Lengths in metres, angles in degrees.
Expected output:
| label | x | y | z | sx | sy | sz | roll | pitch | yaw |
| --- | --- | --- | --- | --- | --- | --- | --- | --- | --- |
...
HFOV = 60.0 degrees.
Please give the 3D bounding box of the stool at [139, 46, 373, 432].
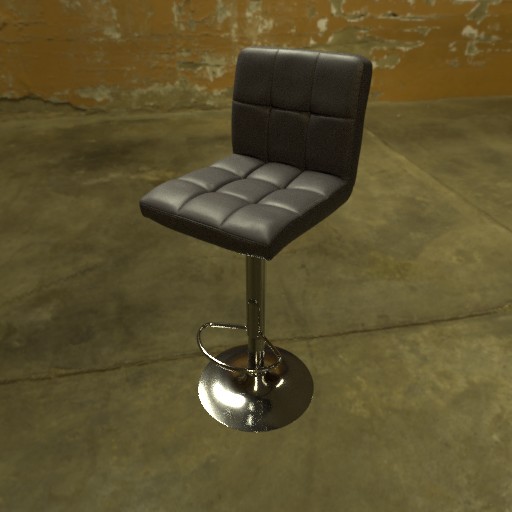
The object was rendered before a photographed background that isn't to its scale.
| label | x | y | z | sx | sy | sz | roll | pitch | yaw |
| --- | --- | --- | --- | --- | --- | --- | --- | --- | --- |
| stool | 0.000 | 0.000 | 1.357 | 0.430 | 1.115 | 0.505 | 19 | 36 | 29 |
